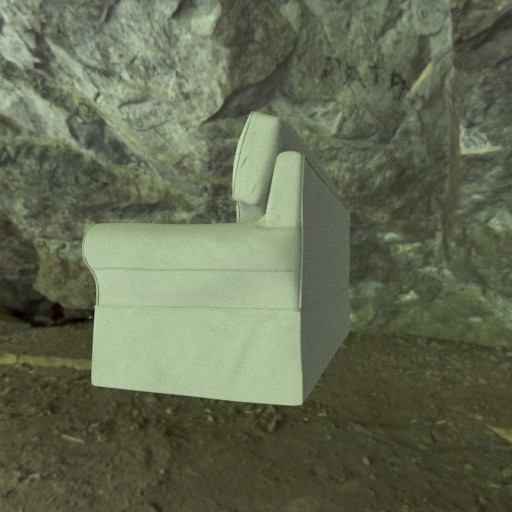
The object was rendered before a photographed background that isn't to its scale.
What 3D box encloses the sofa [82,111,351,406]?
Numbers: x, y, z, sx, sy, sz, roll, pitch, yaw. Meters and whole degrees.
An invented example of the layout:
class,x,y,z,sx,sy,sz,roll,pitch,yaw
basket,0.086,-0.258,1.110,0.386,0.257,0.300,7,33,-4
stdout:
class,x,y,z,sx,sy,sz,roll,pitch,yaw
sofa,0.000,0.000,2.369,0.841,1.024,1.823,0,-1,17
